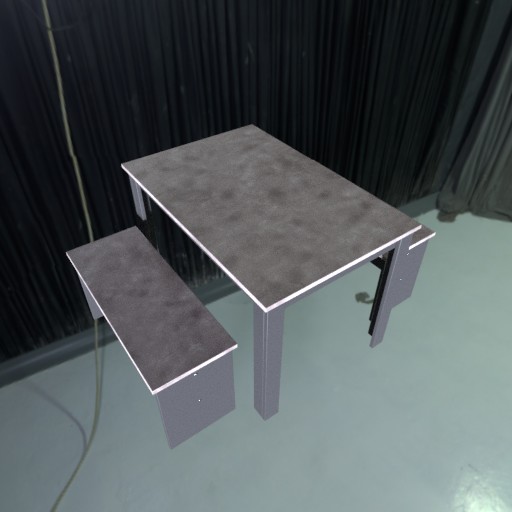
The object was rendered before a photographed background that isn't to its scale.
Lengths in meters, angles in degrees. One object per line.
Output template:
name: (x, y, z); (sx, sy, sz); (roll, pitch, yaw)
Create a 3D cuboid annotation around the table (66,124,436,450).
table: (0.000, 0.000, 2.063); (1.443, 0.700, 1.100); (-25, 46, -26)
